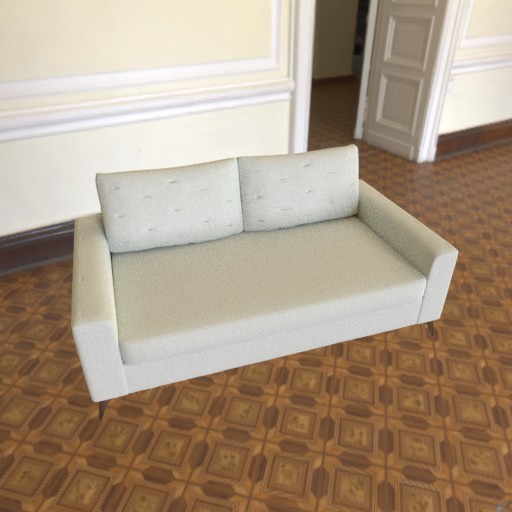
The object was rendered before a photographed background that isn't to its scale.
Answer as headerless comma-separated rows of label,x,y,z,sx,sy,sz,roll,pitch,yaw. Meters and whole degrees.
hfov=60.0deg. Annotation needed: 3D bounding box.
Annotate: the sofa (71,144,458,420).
sofa,0.000,0.000,2.160,1.650,0.790,0.920,-10,33,-15
